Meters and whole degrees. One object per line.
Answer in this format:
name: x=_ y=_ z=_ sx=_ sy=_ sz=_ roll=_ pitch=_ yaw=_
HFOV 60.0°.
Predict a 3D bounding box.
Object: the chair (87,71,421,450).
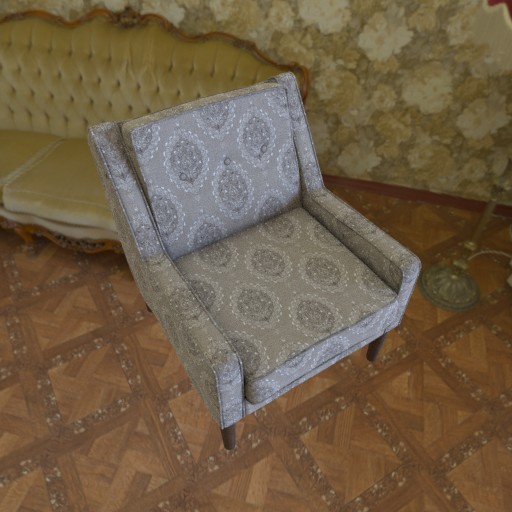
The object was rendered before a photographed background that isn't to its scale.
chair: x=0.000 y=0.000 z=1.355 sx=0.665 sy=0.797 sz=0.750 roll=-24 pitch=51 yaw=-22
